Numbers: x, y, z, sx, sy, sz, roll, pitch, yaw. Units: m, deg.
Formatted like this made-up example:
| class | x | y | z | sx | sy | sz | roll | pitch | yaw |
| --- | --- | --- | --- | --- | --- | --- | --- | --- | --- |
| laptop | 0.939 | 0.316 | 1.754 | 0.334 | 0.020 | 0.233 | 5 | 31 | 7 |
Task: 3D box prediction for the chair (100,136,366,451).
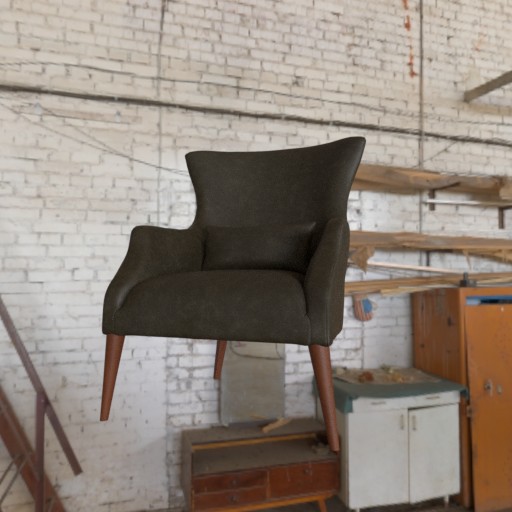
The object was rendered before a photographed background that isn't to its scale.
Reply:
| class | x | y | z | sx | sy | sz | roll | pitch | yaw |
| --- | --- | --- | --- | --- | --- | --- | --- | --- | --- |
| chair | 0.000 | 0.000 | 1.737 | 0.819 | 1.068 | 0.954 | -1 | -2 | 18 |
